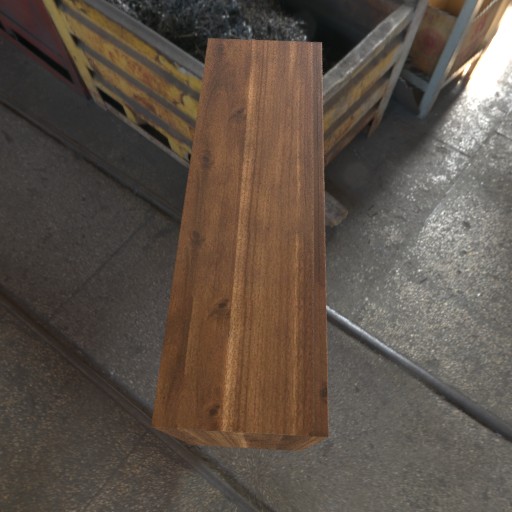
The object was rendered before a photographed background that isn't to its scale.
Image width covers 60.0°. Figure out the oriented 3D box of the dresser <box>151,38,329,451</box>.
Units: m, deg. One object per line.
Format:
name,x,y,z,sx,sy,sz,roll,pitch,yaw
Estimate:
dresser,0.000,0.000,1.776,0.438,0.892,1.387,3,64,1
